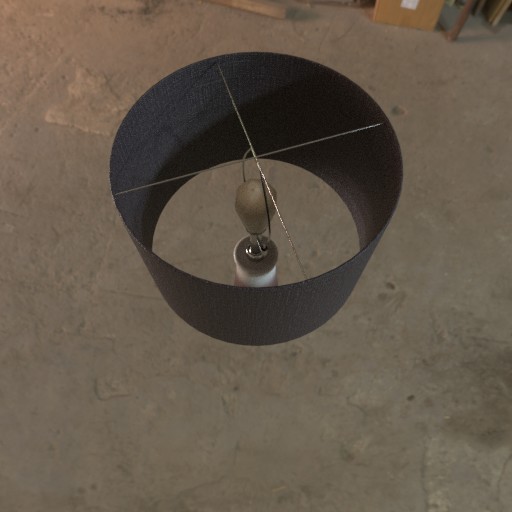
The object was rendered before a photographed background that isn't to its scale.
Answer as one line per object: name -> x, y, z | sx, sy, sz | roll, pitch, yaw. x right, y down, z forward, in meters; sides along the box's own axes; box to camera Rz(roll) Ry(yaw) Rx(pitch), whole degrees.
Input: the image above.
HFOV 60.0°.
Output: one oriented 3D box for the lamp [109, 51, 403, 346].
lamp -> 0.000, 0.000, 0.678 | 0.303, 0.488, 0.303 | 0, 64, 0
